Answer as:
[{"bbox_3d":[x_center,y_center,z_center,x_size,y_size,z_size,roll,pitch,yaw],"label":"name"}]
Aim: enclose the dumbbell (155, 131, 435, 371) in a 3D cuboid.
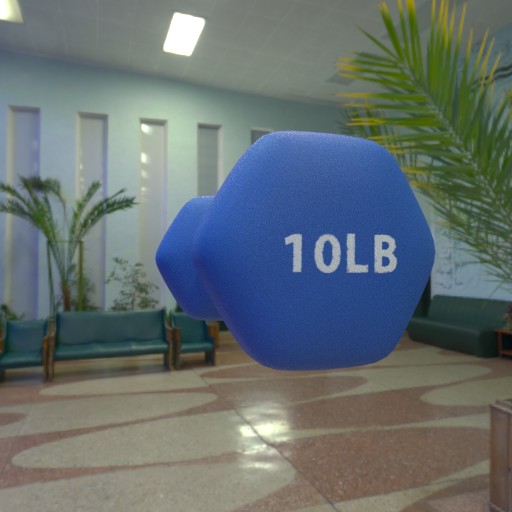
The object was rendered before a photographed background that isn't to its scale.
[{"bbox_3d":[0.000,0.000,0.260,0.103,0.093,0.212,0,-1,-17],"label":"dumbbell"}]
